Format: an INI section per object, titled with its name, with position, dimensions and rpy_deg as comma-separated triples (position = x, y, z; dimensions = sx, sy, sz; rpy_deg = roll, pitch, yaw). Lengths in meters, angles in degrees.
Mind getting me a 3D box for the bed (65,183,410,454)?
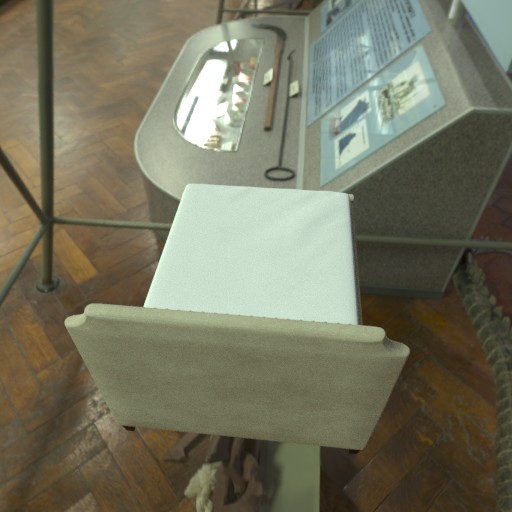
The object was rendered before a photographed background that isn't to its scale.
[bed]
position = 0.000, 0.000, 3.382
dimensions = 1.712, 1.443, 2.372
rpy_deg = 4, 46, 4
